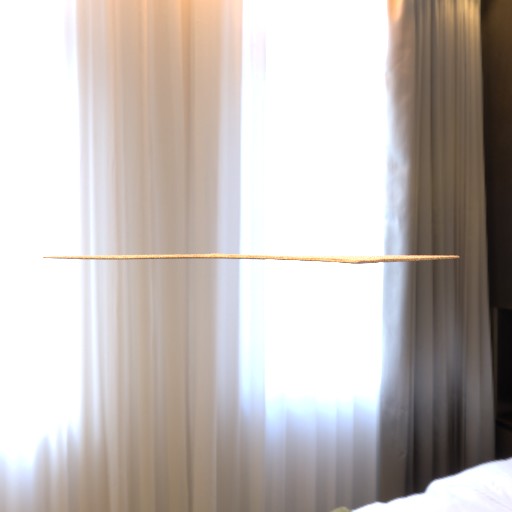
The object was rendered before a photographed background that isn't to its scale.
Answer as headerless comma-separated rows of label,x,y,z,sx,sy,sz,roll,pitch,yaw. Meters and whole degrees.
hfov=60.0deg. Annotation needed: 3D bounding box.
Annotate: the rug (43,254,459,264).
rug,0.000,0.000,4.126,3.052,0.043,2.453,0,1,36
